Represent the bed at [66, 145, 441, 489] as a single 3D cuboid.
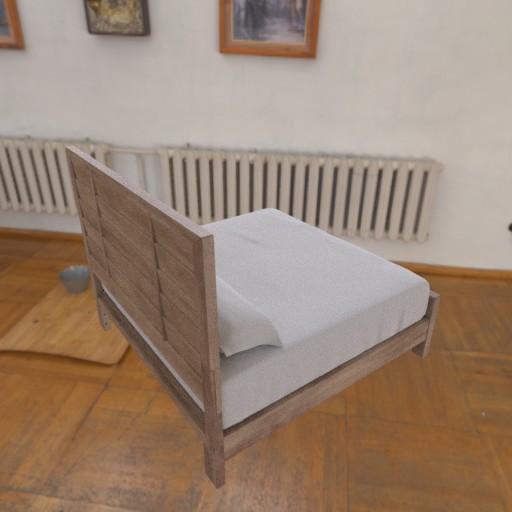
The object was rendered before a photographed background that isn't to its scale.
[{"bbox_3d":[0.000,0.000,3.503,2.062,1.626,2.032,-18,32,-32],"label":"bed"}]
